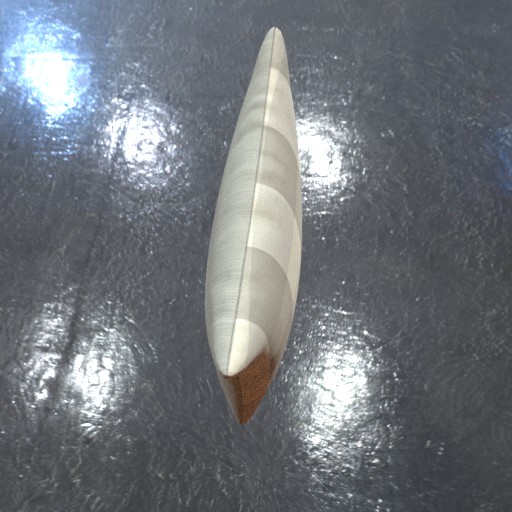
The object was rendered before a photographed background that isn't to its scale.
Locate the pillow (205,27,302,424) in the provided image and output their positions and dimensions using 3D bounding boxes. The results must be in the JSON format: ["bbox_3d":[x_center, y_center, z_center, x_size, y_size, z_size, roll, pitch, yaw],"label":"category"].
[{"bbox_3d":[0.000,0.000,0.770,0.161,0.509,0.511,6,64,3],"label":"pillow"}]
